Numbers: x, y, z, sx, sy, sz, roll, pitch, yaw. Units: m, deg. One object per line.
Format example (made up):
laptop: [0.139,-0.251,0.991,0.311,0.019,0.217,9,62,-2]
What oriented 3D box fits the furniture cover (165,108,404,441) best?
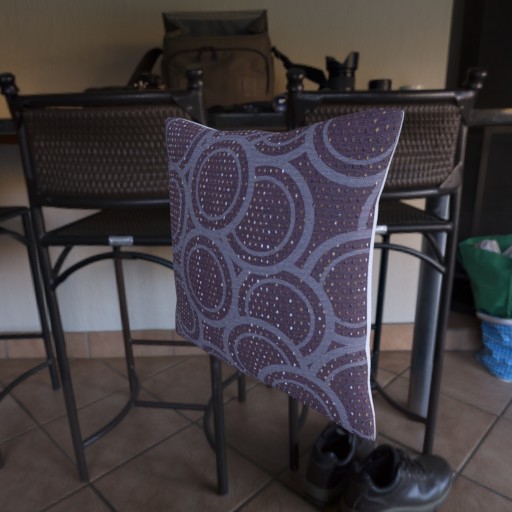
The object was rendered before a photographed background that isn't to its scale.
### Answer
furniture cover: [0.000,0.000,0.832,0.193,0.509,0.552,-15,21,-42]
